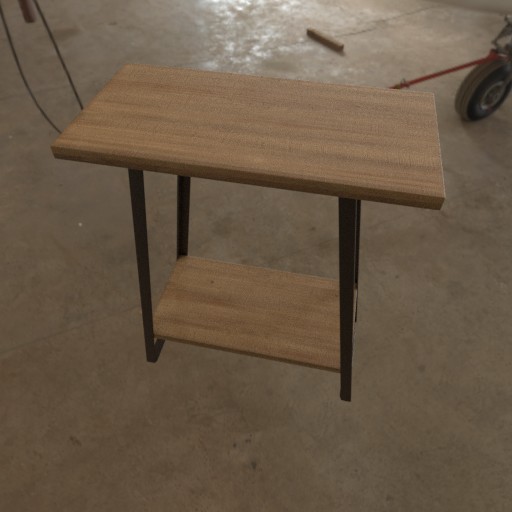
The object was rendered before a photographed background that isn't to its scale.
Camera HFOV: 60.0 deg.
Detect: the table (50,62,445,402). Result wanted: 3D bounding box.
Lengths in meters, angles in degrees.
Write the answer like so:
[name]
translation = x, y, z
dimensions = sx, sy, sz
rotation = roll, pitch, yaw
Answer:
[table]
translation = 0.000, 0.000, 1.011
dimensions = 0.599, 0.701, 0.300
rotation = 9, 48, 8
